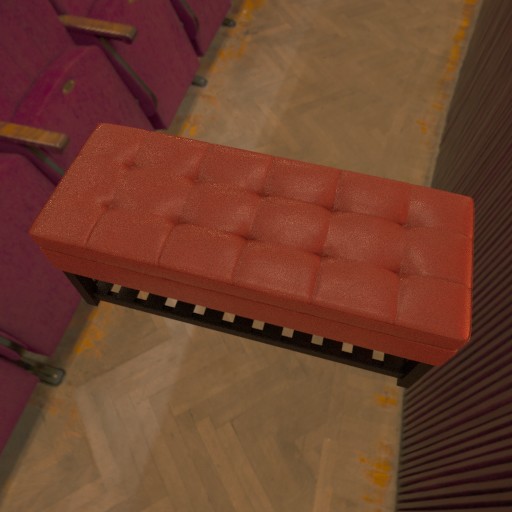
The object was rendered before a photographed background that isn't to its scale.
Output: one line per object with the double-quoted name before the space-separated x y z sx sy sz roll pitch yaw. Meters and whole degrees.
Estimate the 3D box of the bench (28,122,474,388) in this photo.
"bench" 0.000 0.000 1.333 1.105 0.460 0.432 13 60 8
